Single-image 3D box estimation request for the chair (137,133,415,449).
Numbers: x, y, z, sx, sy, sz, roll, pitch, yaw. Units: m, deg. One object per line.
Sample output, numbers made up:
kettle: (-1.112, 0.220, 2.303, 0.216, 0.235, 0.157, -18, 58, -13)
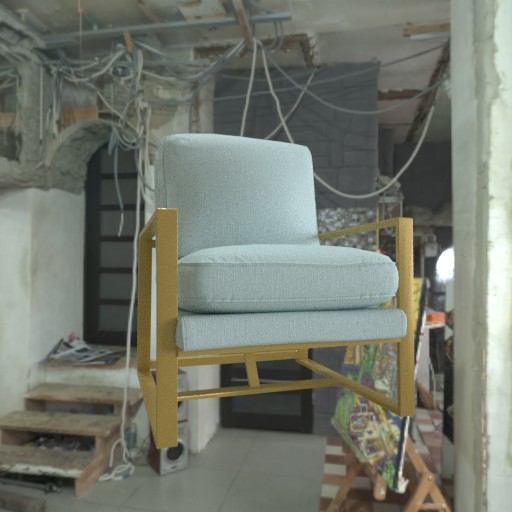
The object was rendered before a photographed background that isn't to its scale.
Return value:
chair: (0.000, 0.000, 1.554, 0.758, 0.956, 0.813, 0, -1, -18)
